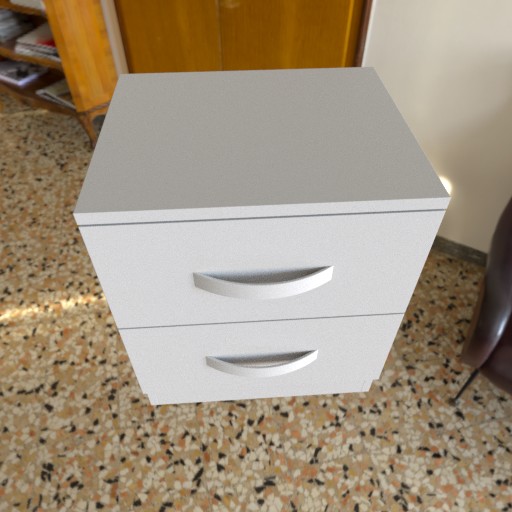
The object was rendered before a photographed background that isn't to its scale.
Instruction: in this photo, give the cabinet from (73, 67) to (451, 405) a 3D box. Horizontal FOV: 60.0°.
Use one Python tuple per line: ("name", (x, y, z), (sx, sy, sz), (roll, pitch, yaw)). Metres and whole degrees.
("cabinet", (0.000, 0.000, 0.742), (0.400, 0.470, 0.360), (-3, 46, -3))
